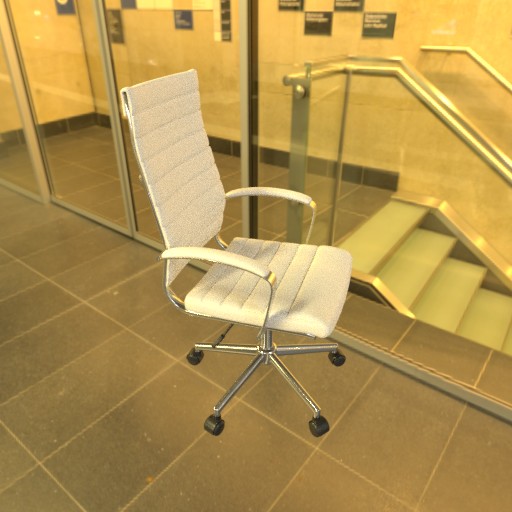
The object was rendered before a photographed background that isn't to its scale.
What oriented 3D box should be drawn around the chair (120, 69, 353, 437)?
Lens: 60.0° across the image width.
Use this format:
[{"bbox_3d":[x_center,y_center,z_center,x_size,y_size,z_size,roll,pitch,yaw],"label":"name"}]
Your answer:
[{"bbox_3d":[0.000,0.000,1.555,0.679,1.149,0.679,10,31,16],"label":"chair"}]
